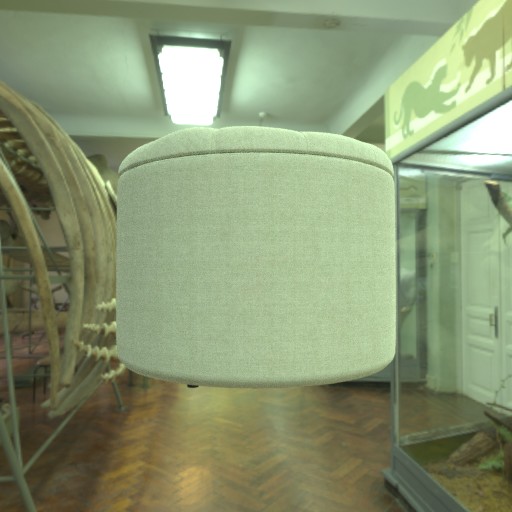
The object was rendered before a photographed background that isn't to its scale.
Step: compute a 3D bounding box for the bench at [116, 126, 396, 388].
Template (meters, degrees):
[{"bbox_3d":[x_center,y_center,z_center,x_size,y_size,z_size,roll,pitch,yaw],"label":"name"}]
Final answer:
[{"bbox_3d":[0.000,0.000,0.999,0.600,0.453,0.600,0,-2,0],"label":"bench"}]
